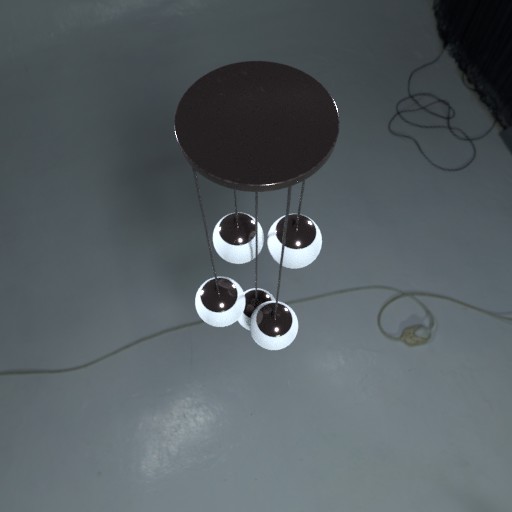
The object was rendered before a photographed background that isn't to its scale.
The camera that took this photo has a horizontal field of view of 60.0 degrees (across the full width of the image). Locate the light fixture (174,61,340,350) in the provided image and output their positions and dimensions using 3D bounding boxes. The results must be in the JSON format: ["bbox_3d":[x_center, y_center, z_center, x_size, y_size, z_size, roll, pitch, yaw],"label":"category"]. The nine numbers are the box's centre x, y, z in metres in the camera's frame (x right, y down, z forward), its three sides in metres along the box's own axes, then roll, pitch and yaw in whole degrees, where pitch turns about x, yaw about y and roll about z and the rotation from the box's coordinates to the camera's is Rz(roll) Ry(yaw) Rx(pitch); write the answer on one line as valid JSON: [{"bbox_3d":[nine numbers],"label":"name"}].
[{"bbox_3d":[0.000,0.000,1.492,0.489,1.271,0.484,-16,64,-8],"label":"light fixture"}]
